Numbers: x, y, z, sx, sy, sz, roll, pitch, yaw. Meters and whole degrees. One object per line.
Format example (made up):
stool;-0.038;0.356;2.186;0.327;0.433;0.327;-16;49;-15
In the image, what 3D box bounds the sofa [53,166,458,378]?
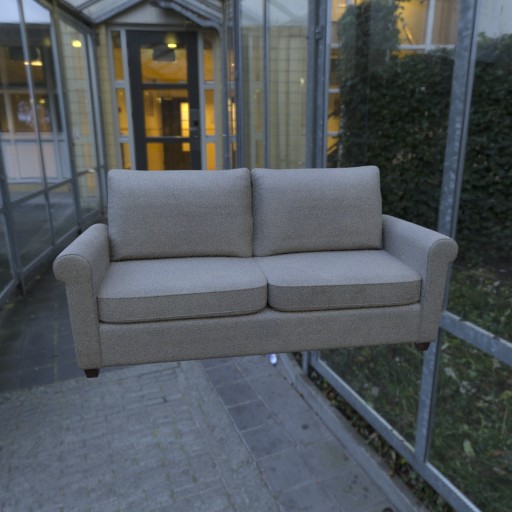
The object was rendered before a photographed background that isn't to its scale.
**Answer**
sofa;0.000;0.000;2.508;1.935;0.942;0.842;-3;17;-9
